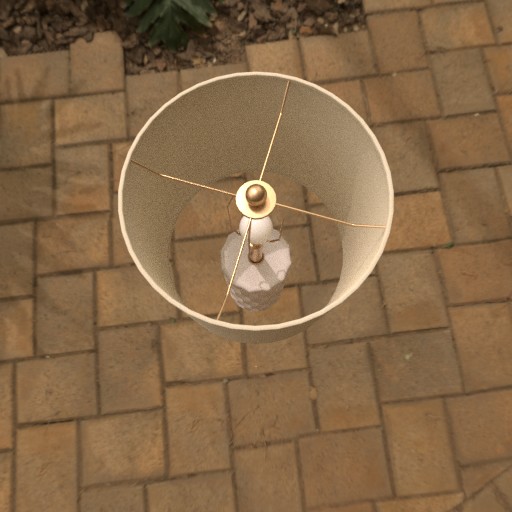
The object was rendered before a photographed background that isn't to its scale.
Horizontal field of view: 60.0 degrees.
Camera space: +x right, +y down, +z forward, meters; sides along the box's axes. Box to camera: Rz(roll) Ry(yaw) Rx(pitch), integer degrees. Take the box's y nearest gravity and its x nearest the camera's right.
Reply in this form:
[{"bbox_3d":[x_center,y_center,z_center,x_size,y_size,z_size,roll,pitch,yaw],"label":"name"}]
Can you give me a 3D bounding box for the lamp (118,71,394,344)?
[{"bbox_3d":[0.000,0.000,0.704,0.277,0.537,0.277,-35,79,-8],"label":"lamp"}]
